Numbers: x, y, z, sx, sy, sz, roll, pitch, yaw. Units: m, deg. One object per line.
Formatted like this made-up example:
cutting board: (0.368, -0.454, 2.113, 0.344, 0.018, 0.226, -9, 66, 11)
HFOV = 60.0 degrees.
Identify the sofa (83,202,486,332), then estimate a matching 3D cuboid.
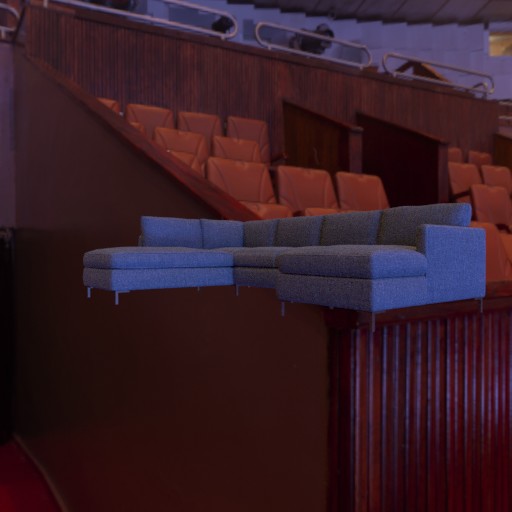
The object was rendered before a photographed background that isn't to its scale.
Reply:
sofa: (0.000, 0.000, 3.484, 1.879, 0.753, 2.737, 0, 1, -38)
